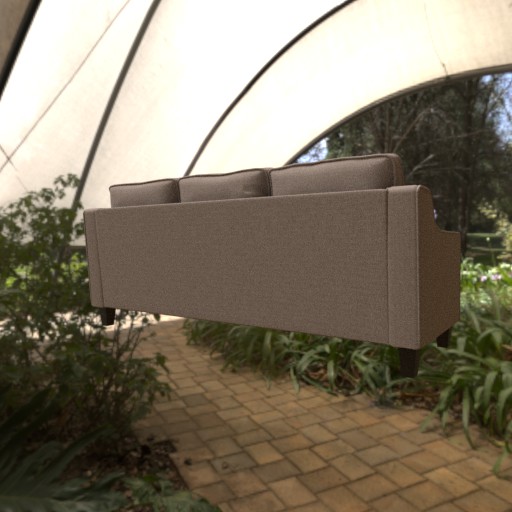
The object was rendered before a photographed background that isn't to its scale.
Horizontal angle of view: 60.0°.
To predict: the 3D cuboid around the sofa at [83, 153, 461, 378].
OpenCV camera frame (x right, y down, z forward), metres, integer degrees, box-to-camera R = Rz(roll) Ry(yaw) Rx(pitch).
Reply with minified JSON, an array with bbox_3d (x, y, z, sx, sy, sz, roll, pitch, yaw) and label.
[{"bbox_3d":[0.000,0.000,2.658,2.129,0.950,0.899,1,2,35],"label":"sofa"}]
